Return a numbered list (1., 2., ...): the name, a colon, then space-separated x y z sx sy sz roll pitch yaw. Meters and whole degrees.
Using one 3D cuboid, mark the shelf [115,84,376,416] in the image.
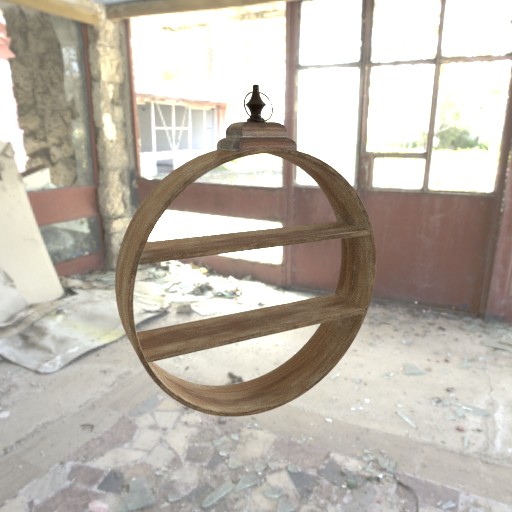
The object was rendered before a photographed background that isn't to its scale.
1. shelf: 0.000 0.000 0.997 0.601 0.725 0.125 -8 17 -26
